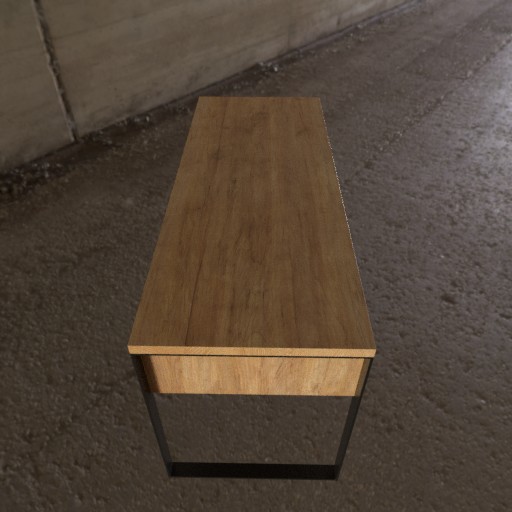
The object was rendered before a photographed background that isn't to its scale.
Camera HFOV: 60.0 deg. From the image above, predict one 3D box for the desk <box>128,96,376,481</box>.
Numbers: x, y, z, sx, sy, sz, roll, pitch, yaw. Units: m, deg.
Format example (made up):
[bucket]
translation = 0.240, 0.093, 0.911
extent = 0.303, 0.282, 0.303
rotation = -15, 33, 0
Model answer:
[desk]
translation = 0.000, 0.000, 1.879
extent = 0.600, 0.760, 1.520
rotation = 1, 41, 1
